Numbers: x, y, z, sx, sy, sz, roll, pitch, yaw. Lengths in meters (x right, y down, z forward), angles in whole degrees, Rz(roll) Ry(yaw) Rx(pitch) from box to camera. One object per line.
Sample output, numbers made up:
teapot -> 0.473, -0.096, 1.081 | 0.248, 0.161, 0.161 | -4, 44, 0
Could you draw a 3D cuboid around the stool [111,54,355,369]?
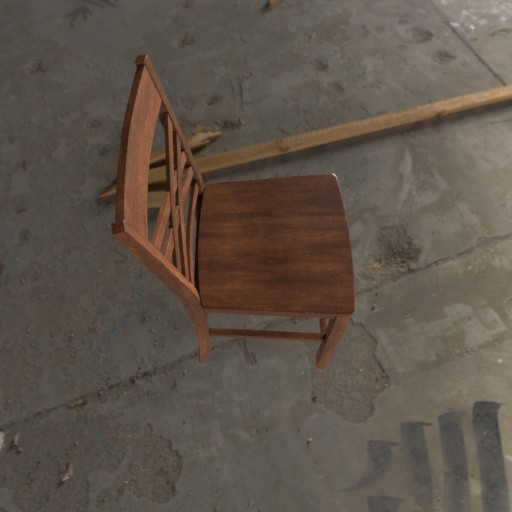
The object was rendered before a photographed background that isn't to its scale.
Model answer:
stool -> 0.000, 0.000, 1.352 | 0.539, 1.079, 0.462 | -1, 62, -1
